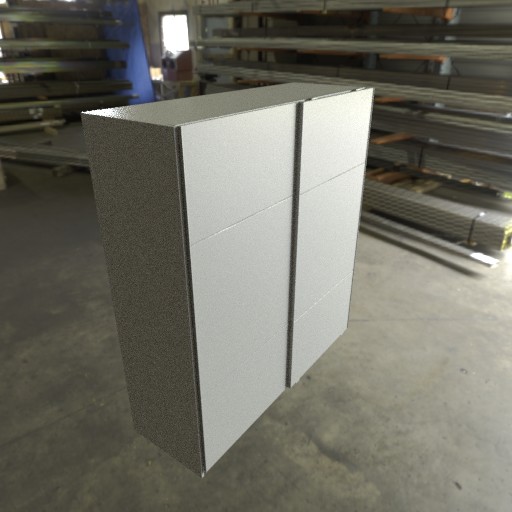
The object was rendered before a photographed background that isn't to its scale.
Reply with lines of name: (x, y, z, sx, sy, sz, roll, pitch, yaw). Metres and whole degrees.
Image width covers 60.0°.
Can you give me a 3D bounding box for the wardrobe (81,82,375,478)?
wardrobe: (0.000, 0.000, 2.877, 0.629, 1.960, 1.780, 18, 32, 32)
